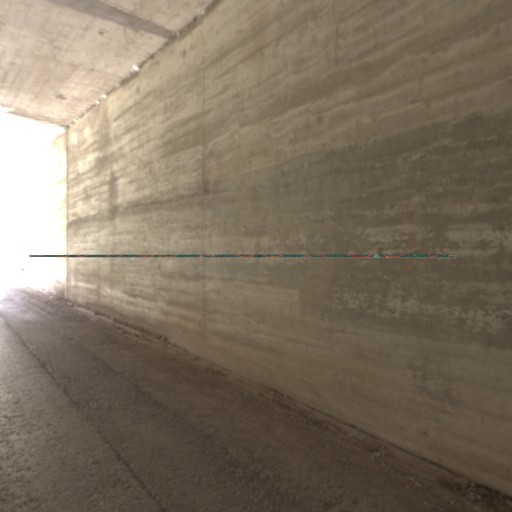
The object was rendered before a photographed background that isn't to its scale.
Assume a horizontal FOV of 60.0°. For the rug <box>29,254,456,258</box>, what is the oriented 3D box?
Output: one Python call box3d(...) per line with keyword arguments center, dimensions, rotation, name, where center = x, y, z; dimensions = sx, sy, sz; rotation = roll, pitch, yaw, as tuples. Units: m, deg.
box3d(center=(0.000, 0.000, 2.931), dimensions=(2.290, 0.016, 1.527), rotation=(0, 0, 19), name="rug")
